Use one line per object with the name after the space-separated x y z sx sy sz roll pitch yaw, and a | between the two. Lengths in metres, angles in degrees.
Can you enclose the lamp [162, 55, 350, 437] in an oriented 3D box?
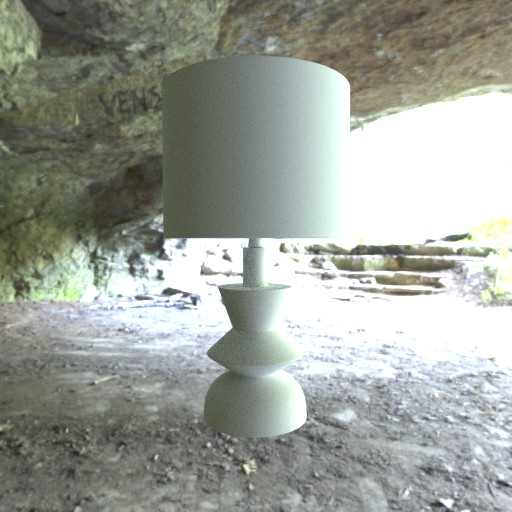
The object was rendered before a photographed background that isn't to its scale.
0.000 0.000 0.735 0.301 0.533 0.301 1 3 35 | lamp
